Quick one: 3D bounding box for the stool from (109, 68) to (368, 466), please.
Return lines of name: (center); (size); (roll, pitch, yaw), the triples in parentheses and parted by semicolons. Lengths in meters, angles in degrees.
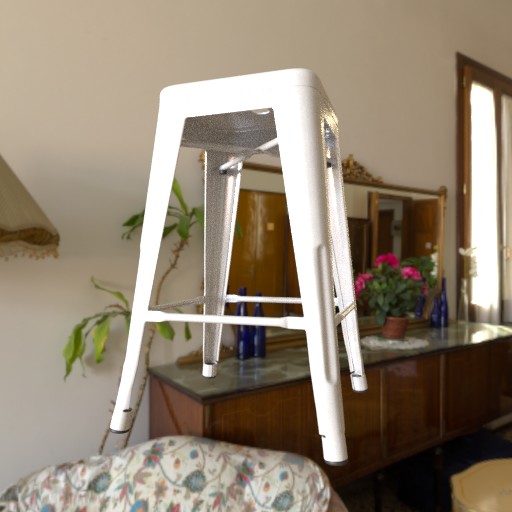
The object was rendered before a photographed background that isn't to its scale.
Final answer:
stool: (0.000, 0.000, 0.886); (0.406, 0.610, 0.406); (0, 0, 18)
